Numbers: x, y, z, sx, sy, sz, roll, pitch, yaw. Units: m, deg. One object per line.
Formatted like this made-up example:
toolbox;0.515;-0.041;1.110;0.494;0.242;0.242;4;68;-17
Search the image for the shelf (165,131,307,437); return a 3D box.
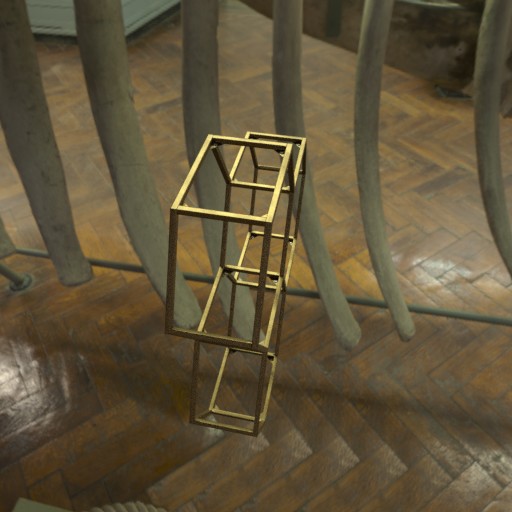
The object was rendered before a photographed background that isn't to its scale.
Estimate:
shelf;0.000;0.000;1.057;0.150;0.701;0.708;9;48;8
